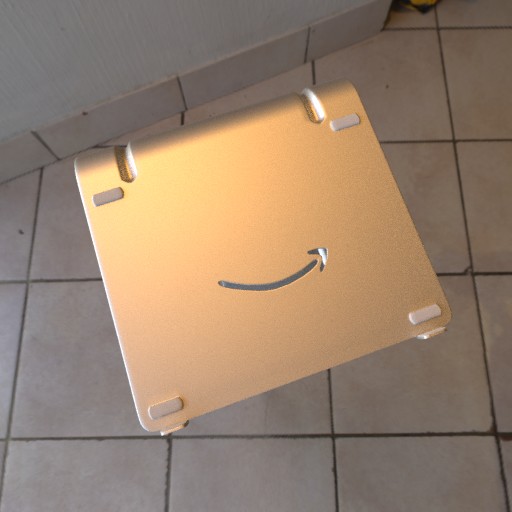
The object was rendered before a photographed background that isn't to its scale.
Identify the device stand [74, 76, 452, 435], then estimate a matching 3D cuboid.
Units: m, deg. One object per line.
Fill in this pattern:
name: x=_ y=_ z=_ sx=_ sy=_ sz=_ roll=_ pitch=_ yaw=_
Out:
device stand: x=0.000 y=0.000 z=0.409 sx=0.256 sy=0.155 sz=0.236 roll=-19 pitch=75 yaw=-5
